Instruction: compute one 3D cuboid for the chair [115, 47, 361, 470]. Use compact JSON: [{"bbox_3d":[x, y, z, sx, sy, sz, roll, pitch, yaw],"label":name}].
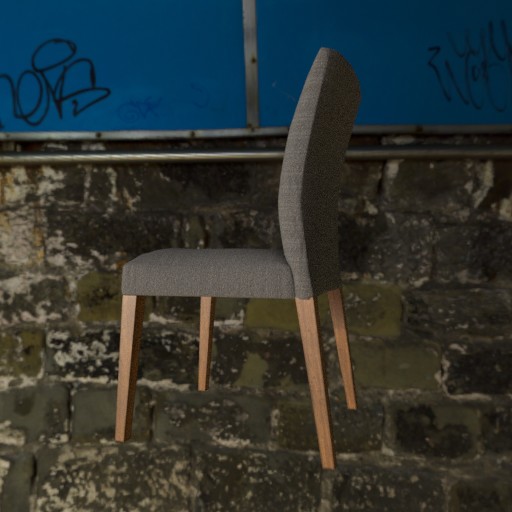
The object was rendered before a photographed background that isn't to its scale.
[{"bbox_3d":[0.000,0.000,1.268,0.585,0.940,0.496,0,-1,19],"label":"chair"}]
